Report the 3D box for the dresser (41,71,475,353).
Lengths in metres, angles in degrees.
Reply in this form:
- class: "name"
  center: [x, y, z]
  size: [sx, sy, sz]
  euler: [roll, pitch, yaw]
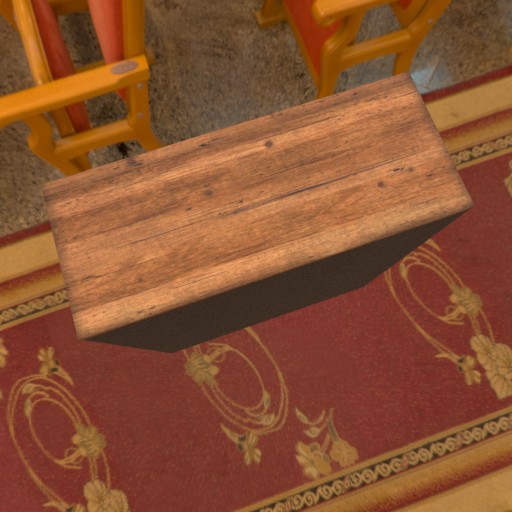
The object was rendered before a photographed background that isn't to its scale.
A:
- class: "dresser"
  center: [0.000, 0.000, 1.832]
  size: [1.067, 1.359, 0.438]
  euler: [-18, 77, -4]
